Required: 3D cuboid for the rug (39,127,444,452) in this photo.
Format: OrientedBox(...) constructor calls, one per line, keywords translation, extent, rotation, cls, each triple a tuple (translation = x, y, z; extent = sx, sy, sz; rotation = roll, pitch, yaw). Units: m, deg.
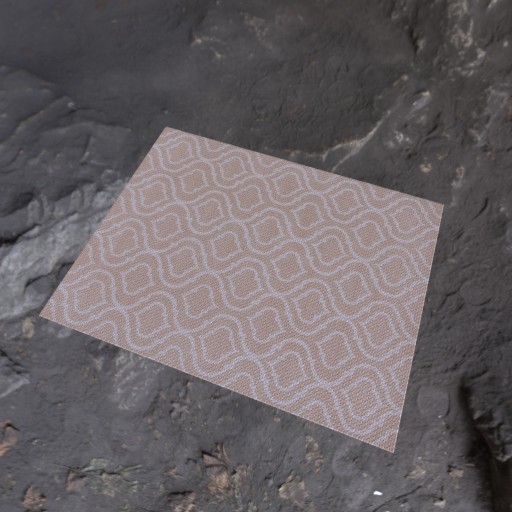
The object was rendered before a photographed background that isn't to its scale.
OrientedBox(translation=(0.000, 0.000, 3.867), extent=(2.894, 0.013, 2.286), rotation=(18, 61, 10), cls="rug")
